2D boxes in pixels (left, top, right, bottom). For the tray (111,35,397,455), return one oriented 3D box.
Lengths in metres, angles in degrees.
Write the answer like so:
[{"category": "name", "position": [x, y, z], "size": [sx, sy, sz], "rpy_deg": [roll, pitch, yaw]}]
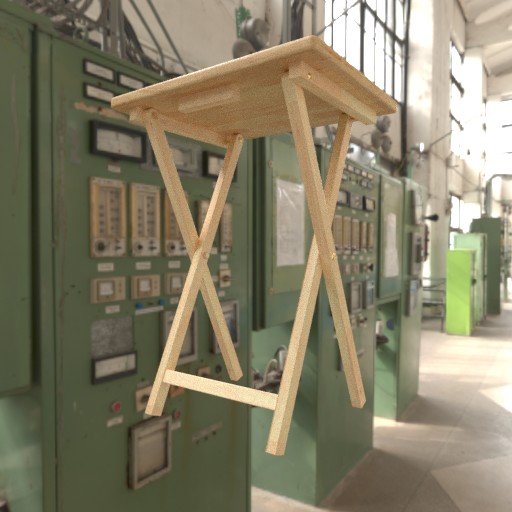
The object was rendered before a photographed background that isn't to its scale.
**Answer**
[{"category": "tray", "position": [0.000, 0.000, 0.946], "size": [0.483, 0.660, 0.381], "rpy_deg": [1, 1, 36]}]
